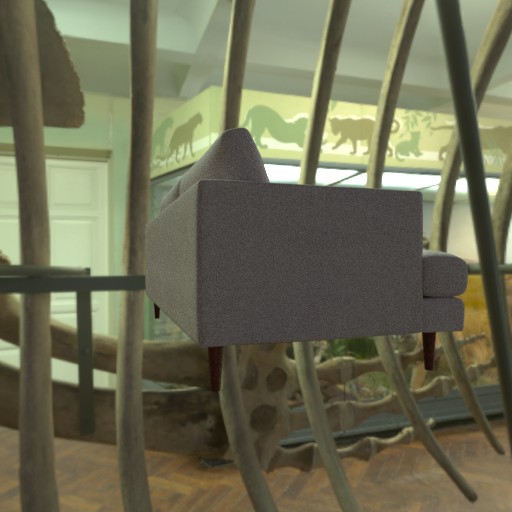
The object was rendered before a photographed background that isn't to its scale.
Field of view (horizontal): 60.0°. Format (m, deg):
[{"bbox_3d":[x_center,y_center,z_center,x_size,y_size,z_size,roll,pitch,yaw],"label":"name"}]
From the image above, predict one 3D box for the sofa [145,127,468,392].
[{"bbox_3d":[0.000,0.000,2.396,1.020,0.868,1.948,0,0,-19],"label":"sofa"}]
